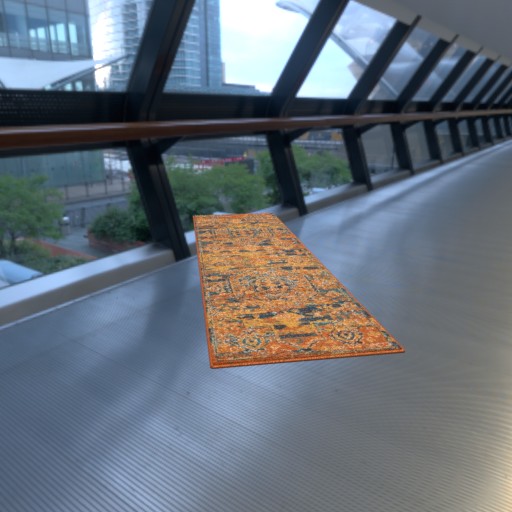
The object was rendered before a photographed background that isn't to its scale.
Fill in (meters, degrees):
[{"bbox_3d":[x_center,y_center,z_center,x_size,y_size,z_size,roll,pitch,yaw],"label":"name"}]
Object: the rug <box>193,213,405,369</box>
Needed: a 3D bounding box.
[{"bbox_3d":[0.000,0.000,2.496,0.651,0.016,2.274,-3,17,-9],"label":"rug"}]
